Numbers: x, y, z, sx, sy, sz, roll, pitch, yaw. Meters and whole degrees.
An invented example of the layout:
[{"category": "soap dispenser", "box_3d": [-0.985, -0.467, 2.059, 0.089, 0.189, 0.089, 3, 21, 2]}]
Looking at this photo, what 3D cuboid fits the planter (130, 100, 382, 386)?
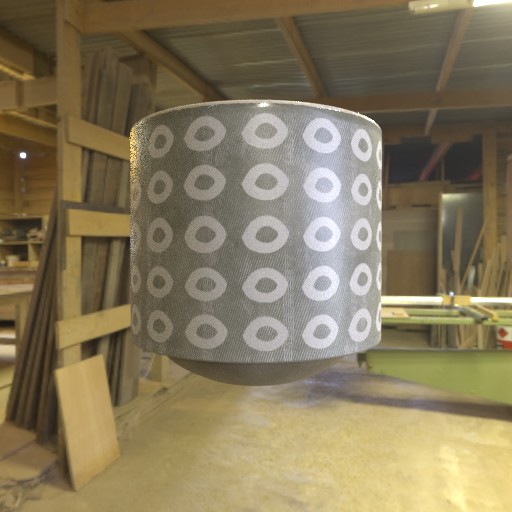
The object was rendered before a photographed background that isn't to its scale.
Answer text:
[{"category": "planter", "box_3d": [0.000, 0.000, 0.459, 0.250, 0.239, 0.250, 0, 1, 0]}]
